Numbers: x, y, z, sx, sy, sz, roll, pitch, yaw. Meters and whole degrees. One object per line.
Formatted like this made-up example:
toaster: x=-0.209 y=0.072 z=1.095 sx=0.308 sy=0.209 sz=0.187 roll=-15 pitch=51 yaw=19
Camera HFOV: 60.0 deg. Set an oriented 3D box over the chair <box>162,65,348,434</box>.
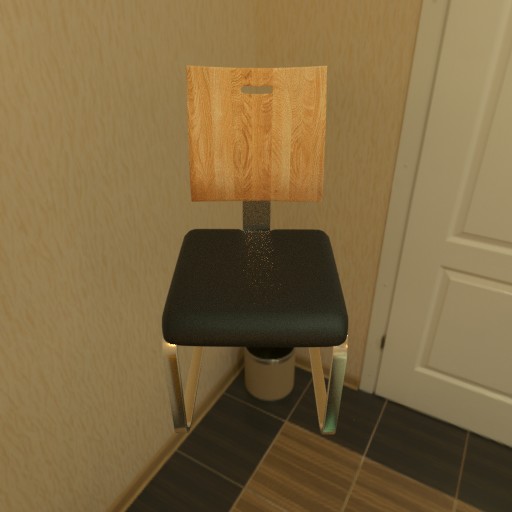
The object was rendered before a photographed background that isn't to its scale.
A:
chair: x=0.000 y=0.000 z=1.243 sx=0.462 sy=0.936 sz=0.560 roll=0 pitch=30 yaw=1
